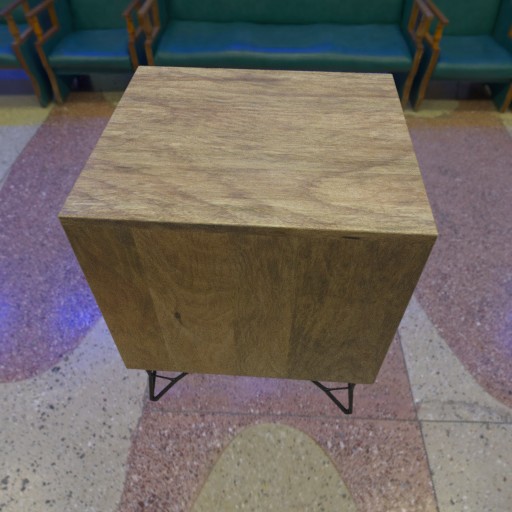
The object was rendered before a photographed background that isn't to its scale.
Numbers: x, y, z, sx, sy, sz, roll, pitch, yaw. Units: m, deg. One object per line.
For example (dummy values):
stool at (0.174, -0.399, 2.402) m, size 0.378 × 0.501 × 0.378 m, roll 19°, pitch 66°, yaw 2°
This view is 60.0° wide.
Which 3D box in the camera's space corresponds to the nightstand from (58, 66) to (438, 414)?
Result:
nightstand at (0.000, 0.000, 0.870) m, size 0.457 × 0.559 × 0.406 m, roll 3°, pitch 48°, yaw 3°
